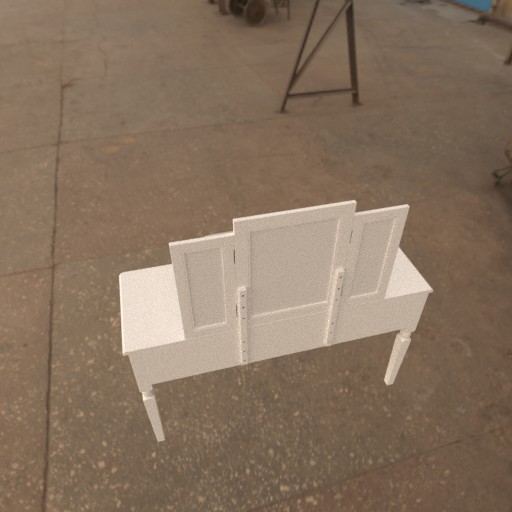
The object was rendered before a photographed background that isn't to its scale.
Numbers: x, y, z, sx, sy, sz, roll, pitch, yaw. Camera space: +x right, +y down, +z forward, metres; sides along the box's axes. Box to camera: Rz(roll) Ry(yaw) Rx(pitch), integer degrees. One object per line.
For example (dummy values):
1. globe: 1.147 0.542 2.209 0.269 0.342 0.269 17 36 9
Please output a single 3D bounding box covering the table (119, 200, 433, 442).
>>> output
1. table: 0.000 0.000 2.330 1.369 1.310 1.115 -10 42 -11
